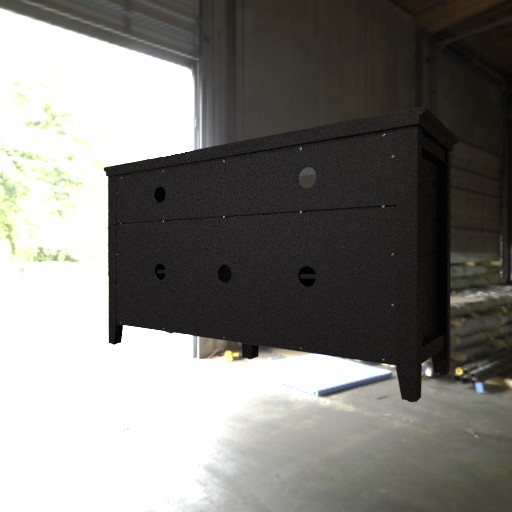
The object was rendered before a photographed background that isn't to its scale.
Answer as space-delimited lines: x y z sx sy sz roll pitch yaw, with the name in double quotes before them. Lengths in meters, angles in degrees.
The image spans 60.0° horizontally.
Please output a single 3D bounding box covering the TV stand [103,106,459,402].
"TV stand" 0.000 0.000 1.493 1.198 0.681 0.347 0 0 36
